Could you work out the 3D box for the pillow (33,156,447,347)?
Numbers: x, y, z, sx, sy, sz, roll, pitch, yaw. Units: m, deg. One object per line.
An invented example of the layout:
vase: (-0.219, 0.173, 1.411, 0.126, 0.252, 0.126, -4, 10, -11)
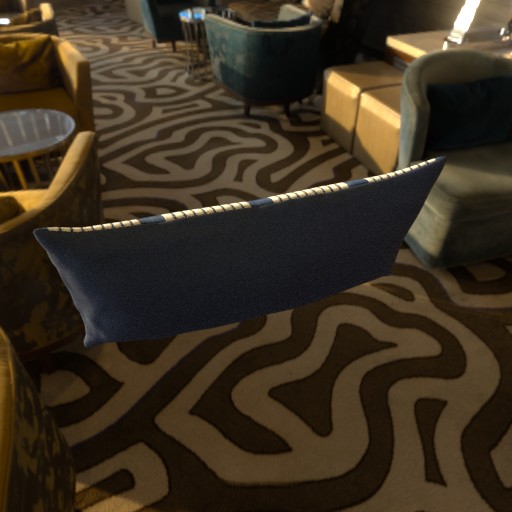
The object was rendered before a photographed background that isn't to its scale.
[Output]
pillow: (0.000, 0.000, 0.733, 0.608, 0.292, 0.156, -12, 41, -14)
